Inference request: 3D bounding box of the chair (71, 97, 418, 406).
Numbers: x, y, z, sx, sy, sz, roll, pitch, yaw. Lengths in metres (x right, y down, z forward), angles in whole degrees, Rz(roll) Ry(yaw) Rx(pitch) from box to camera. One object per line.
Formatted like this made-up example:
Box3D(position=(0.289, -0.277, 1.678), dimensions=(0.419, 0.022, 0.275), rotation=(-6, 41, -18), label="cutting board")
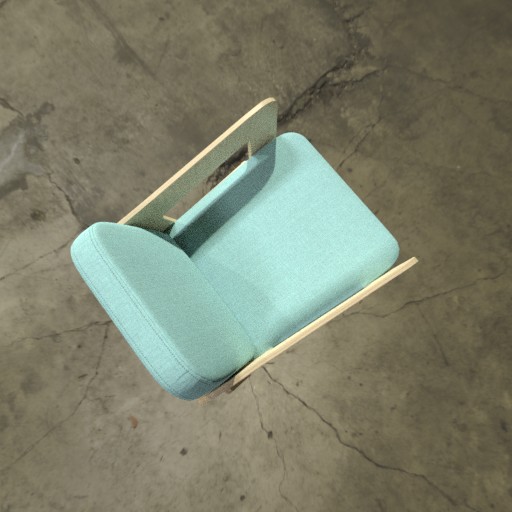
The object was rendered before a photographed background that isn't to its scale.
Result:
Box3D(position=(0.000, 0.000, 1.282), dimensions=(0.710, 0.800, 0.590), rotation=(-37, 80, -8), label="chair")
